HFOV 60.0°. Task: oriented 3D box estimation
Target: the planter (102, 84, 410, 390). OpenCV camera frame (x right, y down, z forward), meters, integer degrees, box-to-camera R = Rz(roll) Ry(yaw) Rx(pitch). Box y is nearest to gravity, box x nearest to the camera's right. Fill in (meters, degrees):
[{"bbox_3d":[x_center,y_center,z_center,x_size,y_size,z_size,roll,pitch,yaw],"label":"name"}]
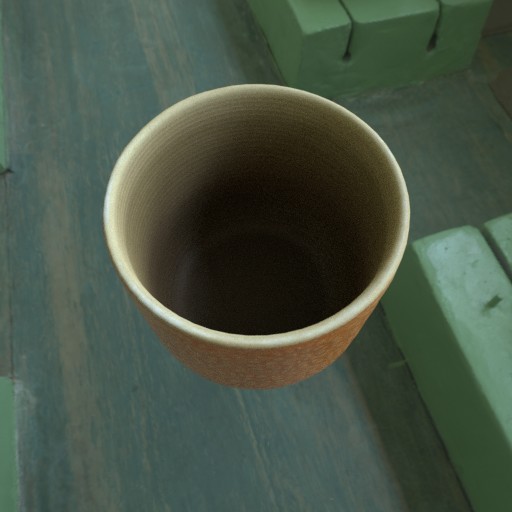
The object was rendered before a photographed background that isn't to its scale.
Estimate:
[{"bbox_3d":[0.000,0.000,0.299,0.170,0.152,0.170,0,63,0],"label":"planter"}]
